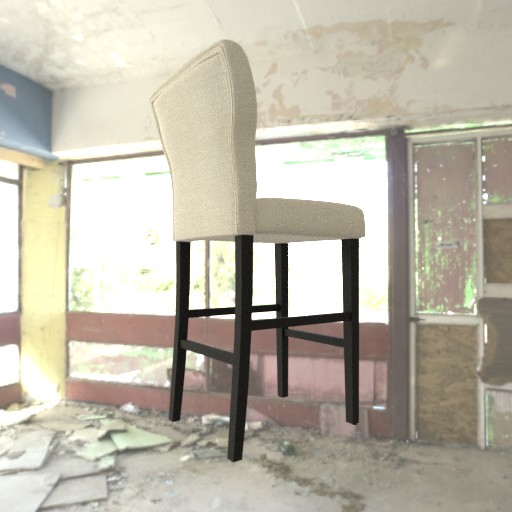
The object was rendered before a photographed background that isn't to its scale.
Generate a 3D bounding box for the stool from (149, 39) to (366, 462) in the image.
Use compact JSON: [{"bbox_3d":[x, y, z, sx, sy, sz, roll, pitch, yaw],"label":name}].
[{"bbox_3d":[0.000,0.000,1.495,0.603,1.124,0.516,1,-2,-36],"label":"stool"}]
